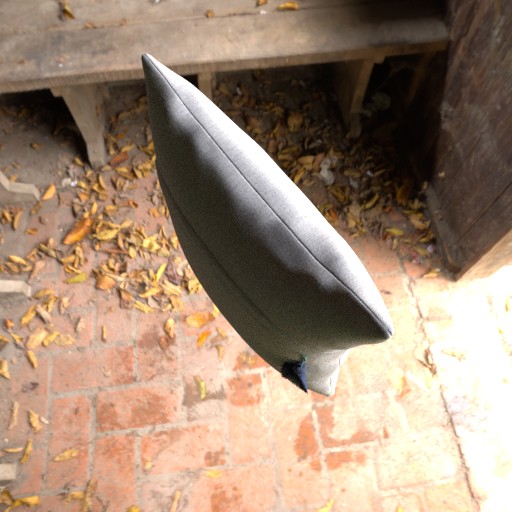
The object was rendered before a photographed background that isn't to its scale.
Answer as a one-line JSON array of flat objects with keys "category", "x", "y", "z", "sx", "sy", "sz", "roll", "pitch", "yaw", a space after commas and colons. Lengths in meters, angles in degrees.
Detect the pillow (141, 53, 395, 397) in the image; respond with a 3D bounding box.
[{"category": "pillow", "x": 0.000, "y": 0.000, "z": 0.659, "sx": 0.173, "sy": 0.436, "sz": 0.433, "roll": -34, "pitch": 69, "yaw": -15}]
